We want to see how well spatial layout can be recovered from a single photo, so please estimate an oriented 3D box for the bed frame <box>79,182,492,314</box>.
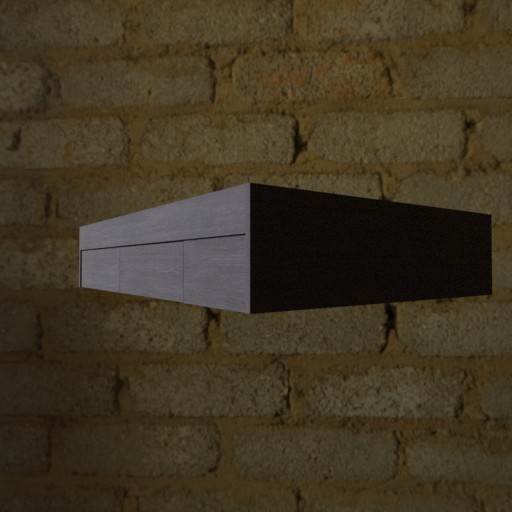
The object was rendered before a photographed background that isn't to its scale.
[{"bbox_3d":[0.000,0.000,2.536,1.448,0.459,1.944,1,-1,-36],"label":"bed frame"}]
